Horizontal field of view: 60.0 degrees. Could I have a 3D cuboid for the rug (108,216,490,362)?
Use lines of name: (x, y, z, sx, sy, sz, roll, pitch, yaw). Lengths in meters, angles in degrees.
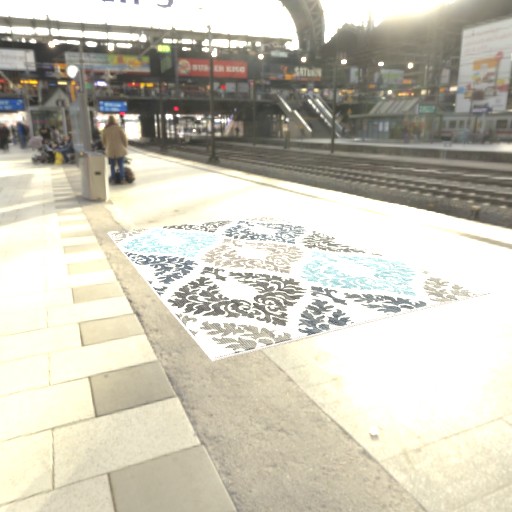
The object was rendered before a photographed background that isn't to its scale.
rug: (0.000, 0.000, 2.889, 1.514, 0.014, 2.275, -8, 18, -26)
